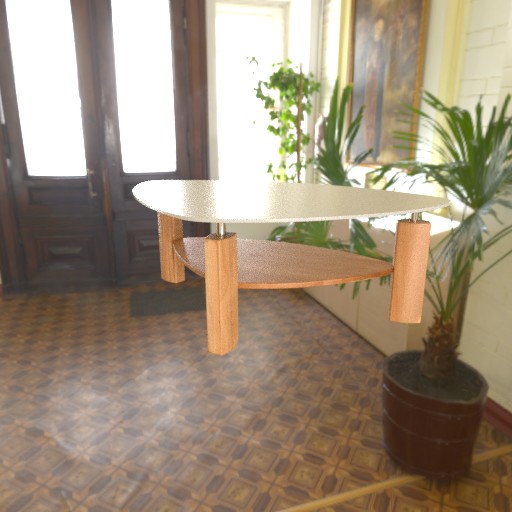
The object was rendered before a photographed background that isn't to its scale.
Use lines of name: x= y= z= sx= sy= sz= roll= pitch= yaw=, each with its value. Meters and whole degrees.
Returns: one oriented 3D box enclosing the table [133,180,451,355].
table: x=0.000 y=0.000 z=1.622 sx=1.250 sy=0.440 sz=0.850 roll=8 pitch=18 yaw=25
